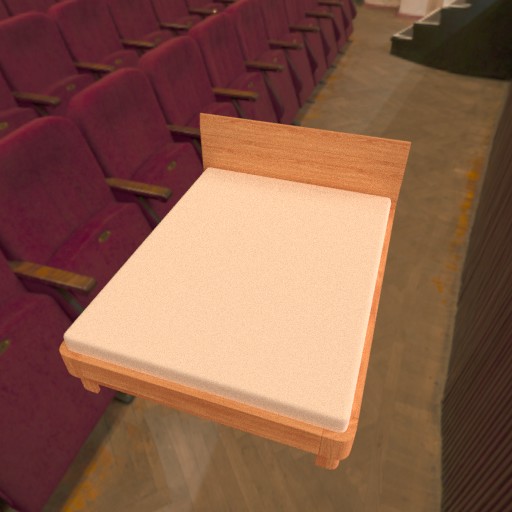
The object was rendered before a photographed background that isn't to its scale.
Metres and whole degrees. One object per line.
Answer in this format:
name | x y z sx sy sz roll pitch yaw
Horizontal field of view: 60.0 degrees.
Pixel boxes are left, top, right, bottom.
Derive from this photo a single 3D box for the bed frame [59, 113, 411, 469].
bed frame | 0.000 0.000 2.950 1.660 0.940 2.092 12 41 14
